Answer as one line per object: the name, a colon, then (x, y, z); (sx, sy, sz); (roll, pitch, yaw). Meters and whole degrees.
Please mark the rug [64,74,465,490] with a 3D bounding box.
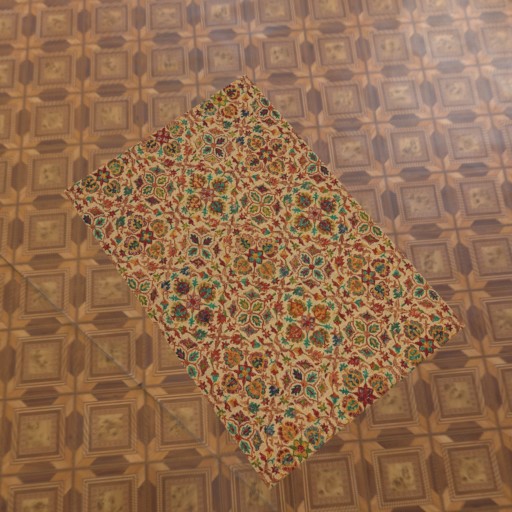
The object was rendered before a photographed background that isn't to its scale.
rug: (0.000, 0.000, 2.880); (1.541, 0.018, 2.297); (-36, 78, -9)
